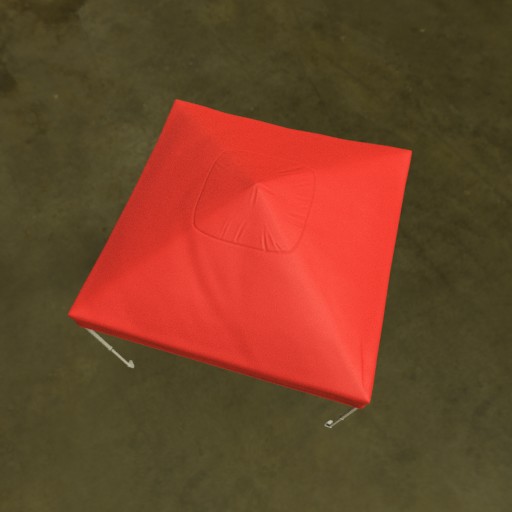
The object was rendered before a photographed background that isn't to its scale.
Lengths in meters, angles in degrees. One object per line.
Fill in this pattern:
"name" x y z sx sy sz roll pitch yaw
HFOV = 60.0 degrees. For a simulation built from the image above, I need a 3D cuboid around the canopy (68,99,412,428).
"canopy" 0.000 0.000 5.436 2.996 2.997 2.998 15 64 7
